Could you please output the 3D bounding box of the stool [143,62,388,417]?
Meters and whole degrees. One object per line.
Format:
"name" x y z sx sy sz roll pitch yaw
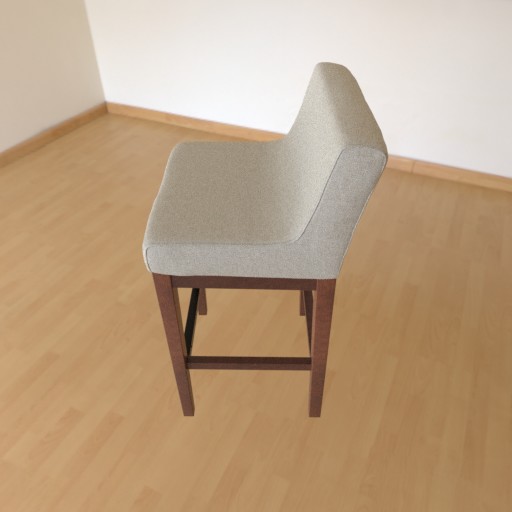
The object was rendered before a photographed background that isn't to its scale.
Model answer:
"stool" 0.000 0.000 1.272 0.500 0.937 0.511 0 40 0
